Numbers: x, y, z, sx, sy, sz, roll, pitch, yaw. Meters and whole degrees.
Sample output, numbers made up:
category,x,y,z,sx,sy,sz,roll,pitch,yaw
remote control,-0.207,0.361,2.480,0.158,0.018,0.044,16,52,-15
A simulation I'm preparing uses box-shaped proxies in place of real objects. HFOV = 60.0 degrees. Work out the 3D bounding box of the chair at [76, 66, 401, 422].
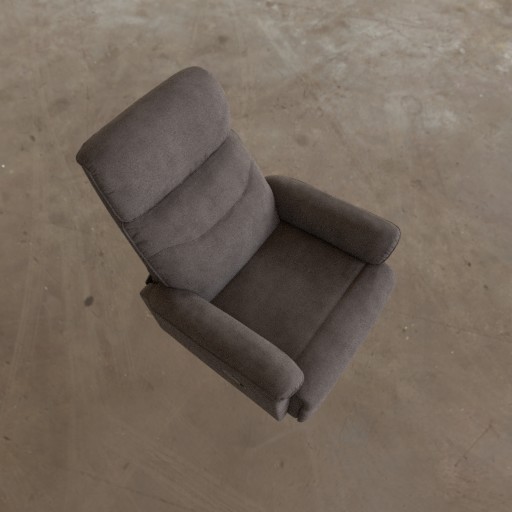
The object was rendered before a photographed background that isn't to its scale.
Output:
category,x,y,z,sx,sy,sz,roll,pitch,yaw
chair,0.000,0.000,1.719,1.009,1.036,0.830,32,64,18
